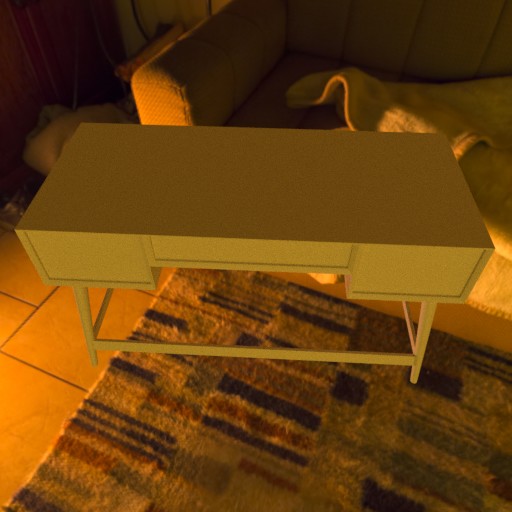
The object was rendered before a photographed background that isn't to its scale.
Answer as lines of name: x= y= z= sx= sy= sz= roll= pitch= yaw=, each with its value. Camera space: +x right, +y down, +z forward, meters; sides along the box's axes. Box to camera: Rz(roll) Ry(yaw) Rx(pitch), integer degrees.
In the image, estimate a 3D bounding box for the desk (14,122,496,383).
desk: x=0.000 y=0.000 z=1.687 sx=1.313 sy=0.762 sz=0.589 roll=2 pitch=47 yaw=2
